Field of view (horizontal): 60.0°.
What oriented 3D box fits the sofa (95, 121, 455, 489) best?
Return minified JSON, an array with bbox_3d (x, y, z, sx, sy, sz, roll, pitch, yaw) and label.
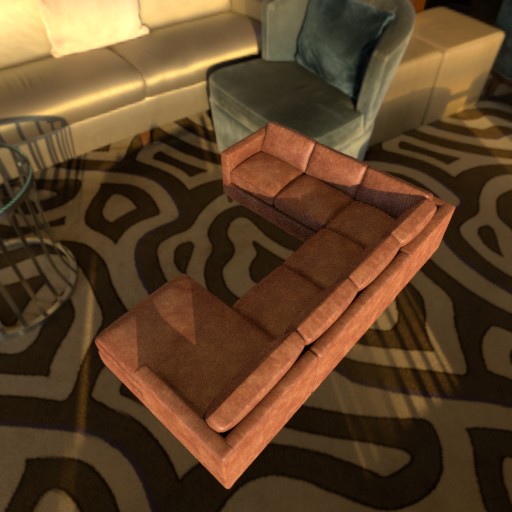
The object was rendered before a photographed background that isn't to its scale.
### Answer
[{"bbox_3d":[0.000,0.000,4.402,2.452,0.888,3.324,33,55,27],"label":"sofa"}]
